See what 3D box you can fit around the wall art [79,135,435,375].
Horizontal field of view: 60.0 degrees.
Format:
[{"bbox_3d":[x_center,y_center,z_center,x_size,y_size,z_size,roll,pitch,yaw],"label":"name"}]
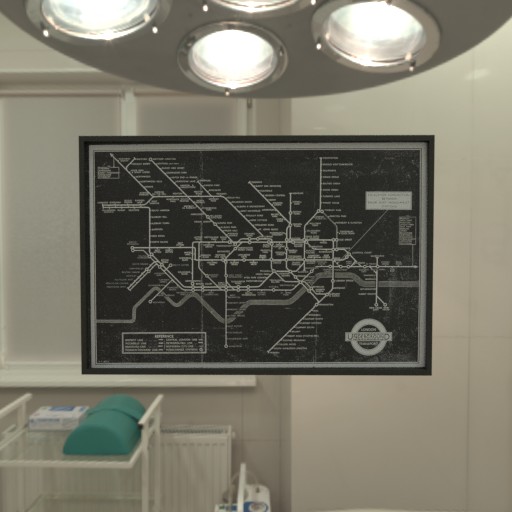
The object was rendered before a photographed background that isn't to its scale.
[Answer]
[{"bbox_3d":[0.000,0.000,0.567,0.443,0.301,0.021,0,2,1],"label":"wall art"}]
